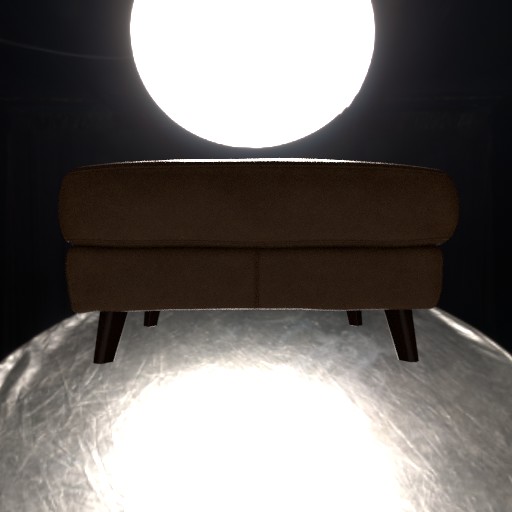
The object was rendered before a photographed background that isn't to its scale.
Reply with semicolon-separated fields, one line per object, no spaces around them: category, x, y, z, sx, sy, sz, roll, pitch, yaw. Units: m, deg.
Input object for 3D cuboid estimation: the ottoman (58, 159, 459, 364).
ottoman;0.000;0.000;1.213;0.869;0.461;0.630;0;1;-1
